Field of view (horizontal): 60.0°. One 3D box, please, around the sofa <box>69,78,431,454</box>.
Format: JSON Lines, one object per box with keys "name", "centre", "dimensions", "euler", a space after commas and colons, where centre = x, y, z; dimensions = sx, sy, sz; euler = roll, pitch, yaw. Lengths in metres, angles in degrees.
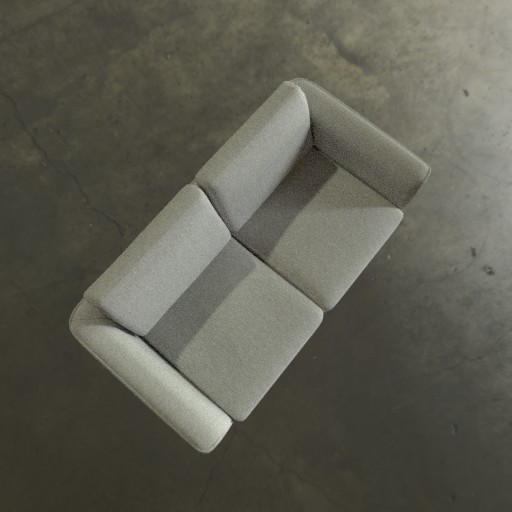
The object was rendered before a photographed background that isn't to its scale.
{"name": "sofa", "centre": [0.000, 0.000, 2.233], "dimensions": [0.920, 0.850, 1.700], "euler": [39, 78, 9]}
